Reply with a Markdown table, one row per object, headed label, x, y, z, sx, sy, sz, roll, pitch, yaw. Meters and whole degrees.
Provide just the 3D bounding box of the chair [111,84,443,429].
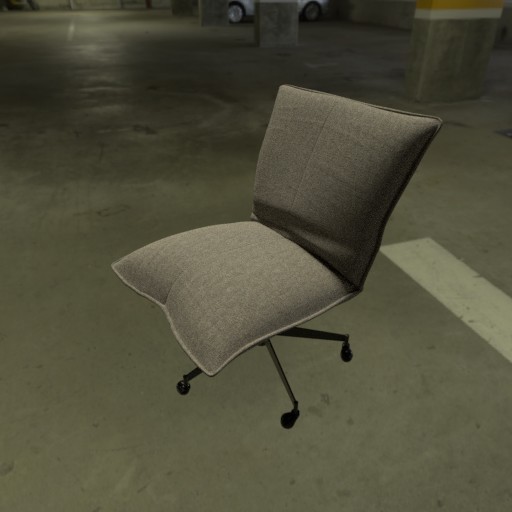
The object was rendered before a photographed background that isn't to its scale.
| label | x | y | z | sx | sy | sz | roll | pitch | yaw |
| --- | --- | --- | --- | --- | --- | --- | --- | --- | --- |
| chair | 0.000 | 0.000 | 1.292 | 0.696 | 0.811 | 0.597 | -21 | 37 | -30 |
